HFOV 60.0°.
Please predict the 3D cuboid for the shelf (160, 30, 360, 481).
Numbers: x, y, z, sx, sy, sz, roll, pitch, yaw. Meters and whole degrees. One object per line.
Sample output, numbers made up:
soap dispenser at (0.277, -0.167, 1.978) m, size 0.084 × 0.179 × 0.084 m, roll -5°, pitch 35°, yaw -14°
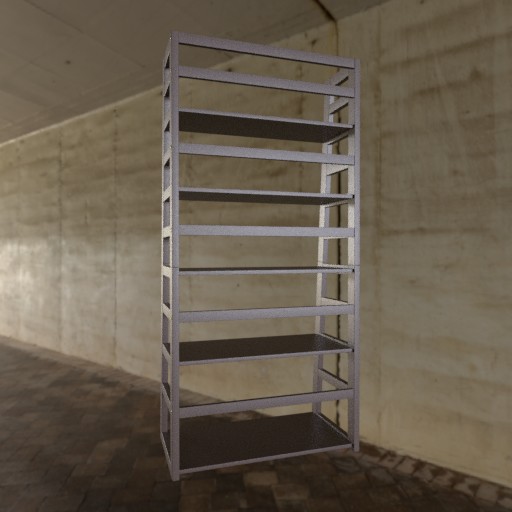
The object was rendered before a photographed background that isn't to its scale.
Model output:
shelf at (0.000, 0.000, 1.880) m, size 0.763 × 1.600 × 0.403 m, roll 0°, pitch 1°, yaw -18°
